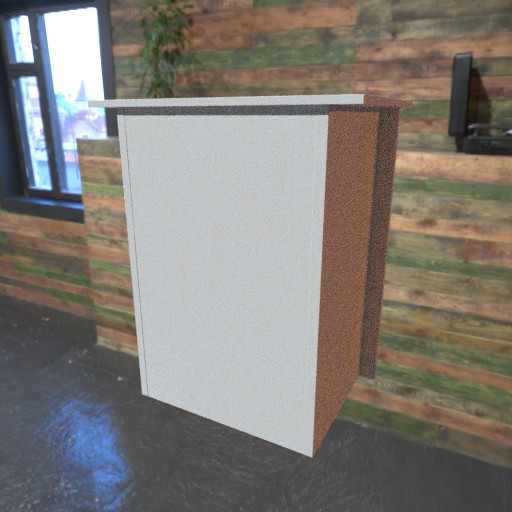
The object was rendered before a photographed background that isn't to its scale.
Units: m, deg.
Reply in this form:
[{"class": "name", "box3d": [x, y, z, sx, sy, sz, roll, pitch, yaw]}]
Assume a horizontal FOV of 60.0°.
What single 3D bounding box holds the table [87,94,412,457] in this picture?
[{"class": "table", "box3d": [0.000, 0.000, 1.077, 0.589, 0.711, 0.406, 9, 20, 27]}]
